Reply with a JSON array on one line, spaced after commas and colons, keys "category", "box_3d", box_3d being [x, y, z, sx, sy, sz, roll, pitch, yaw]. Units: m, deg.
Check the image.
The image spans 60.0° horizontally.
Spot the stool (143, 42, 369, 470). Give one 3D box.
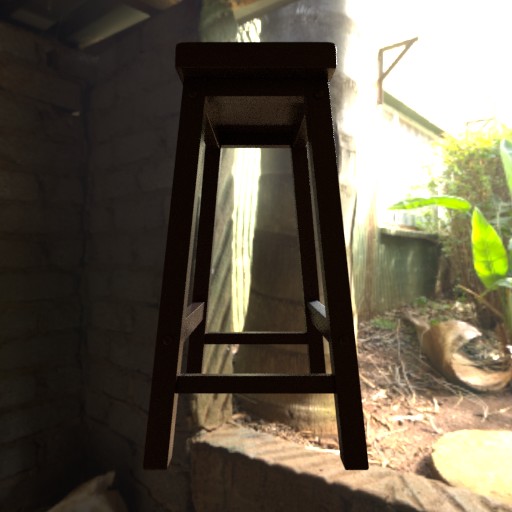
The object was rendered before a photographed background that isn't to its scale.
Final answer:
[{"category": "stool", "box_3d": [0.000, 0.000, 0.832, 0.322, 0.610, 0.406, 0, 0, 0]}]
